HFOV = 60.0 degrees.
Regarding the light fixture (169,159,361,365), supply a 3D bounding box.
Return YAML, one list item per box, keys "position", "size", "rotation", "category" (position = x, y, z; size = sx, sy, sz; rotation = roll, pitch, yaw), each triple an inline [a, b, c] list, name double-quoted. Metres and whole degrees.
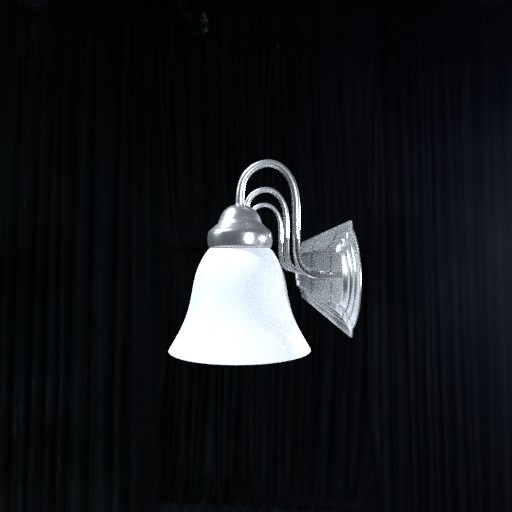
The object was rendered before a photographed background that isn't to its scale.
- position: [0.000, 0.000, 0.713]
  size: [0.199, 0.222, 0.610]
  rotation: [0, -1, 0]
  category: "light fixture"
